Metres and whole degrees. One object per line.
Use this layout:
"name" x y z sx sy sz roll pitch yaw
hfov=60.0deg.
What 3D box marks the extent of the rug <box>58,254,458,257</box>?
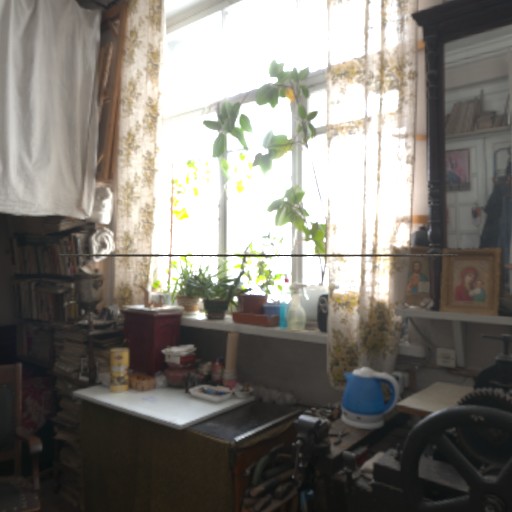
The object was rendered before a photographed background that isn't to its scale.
"rug" 0.000 0.000 4.379 2.438 0.013 3.353 0 0 -1
